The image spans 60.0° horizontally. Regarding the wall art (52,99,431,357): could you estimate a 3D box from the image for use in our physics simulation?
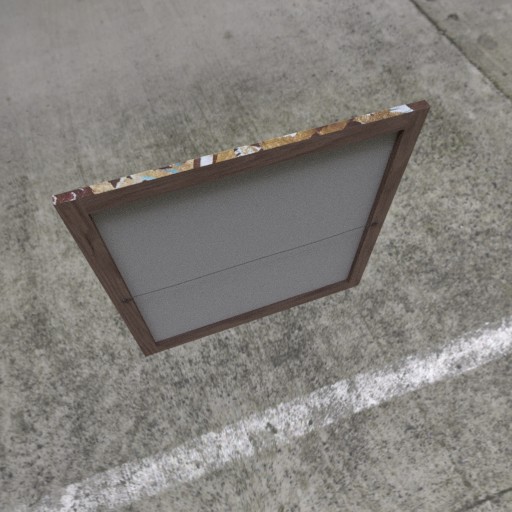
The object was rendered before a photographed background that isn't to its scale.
[{"bbox_3d":[0.000,0.000,1.165,0.757,0.762,0.028,-17,59,-11],"label":"wall art"}]
